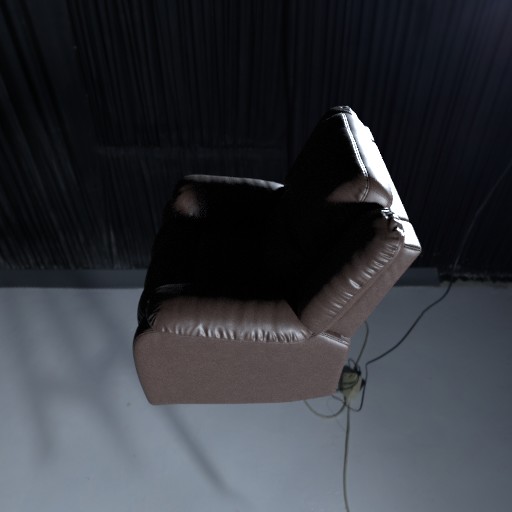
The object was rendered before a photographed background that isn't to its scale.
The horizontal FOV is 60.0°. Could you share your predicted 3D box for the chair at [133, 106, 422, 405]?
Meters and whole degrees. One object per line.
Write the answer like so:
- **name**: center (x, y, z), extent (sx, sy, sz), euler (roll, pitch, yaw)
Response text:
- **chair**: center (0.000, 0.000, 1.778), extent (0.934, 1.009, 0.899), euler (-1, 42, -1)
